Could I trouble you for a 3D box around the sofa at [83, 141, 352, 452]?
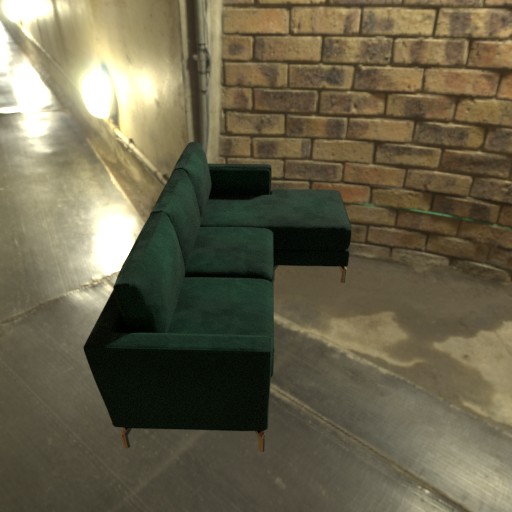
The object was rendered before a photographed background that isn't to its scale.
[{"bbox_3d":[0.000,0.000,3.118,1.489,1.007,2.441,1,31,1],"label":"sofa"}]
